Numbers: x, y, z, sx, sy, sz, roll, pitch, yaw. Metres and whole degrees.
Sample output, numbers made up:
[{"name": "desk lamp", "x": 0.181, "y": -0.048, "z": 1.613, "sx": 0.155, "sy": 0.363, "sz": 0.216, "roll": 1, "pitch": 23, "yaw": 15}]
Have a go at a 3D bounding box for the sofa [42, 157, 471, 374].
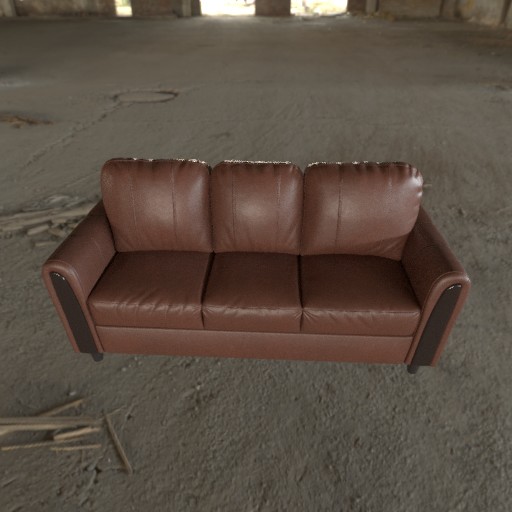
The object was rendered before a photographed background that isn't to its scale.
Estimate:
[{"name": "sofa", "x": 0.000, "y": 0.000, "z": 2.288, "sx": 1.862, "sy": 0.915, "sz": 0.802, "roll": 2, "pitch": 31, "yaw": 3}]
